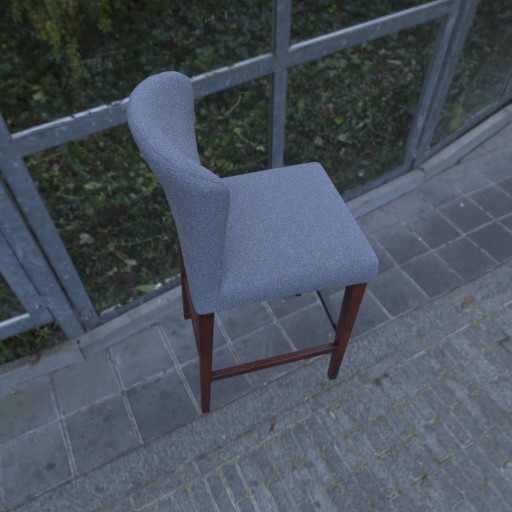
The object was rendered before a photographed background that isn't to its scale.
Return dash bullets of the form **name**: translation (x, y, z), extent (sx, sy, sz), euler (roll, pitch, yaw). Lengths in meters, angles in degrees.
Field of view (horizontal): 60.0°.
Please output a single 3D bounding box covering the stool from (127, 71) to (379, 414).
- **stool**: translation (0.000, 0.000, 1.373), extent (0.568, 1.069, 0.486), euler (-11, 49, -10)
